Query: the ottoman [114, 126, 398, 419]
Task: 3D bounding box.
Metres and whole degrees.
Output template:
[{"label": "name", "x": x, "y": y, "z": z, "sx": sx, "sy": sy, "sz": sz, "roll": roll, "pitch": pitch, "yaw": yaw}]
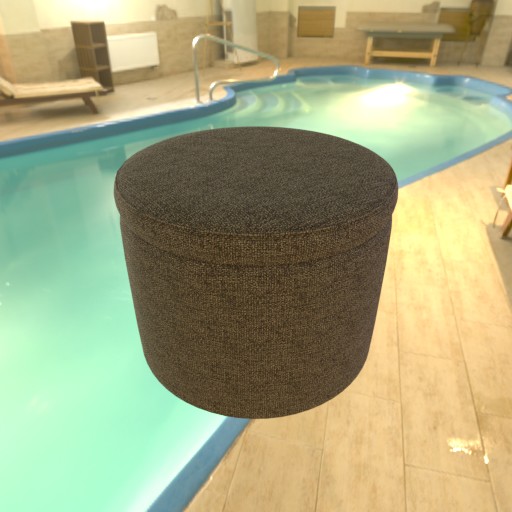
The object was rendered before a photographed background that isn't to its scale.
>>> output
[{"label": "ottoman", "x": 0.000, "y": 0.000, "z": 0.928, "sx": 0.520, "sy": 0.430, "sz": 0.520, "roll": 0, "pitch": 32, "yaw": 0}]
